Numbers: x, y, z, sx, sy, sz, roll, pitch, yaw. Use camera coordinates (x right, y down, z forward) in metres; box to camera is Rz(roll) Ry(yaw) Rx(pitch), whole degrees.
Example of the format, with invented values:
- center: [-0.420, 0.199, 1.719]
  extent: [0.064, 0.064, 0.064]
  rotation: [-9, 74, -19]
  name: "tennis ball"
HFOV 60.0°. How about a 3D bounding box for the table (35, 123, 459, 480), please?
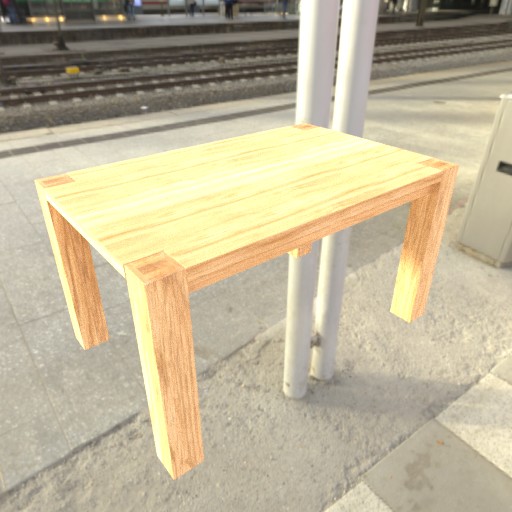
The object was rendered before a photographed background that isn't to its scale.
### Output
- center: [0.000, 0.000, 1.919]
  extent: [1.400, 0.760, 0.900]
  rotation: [-22, 37, -33]
  name: "table"
